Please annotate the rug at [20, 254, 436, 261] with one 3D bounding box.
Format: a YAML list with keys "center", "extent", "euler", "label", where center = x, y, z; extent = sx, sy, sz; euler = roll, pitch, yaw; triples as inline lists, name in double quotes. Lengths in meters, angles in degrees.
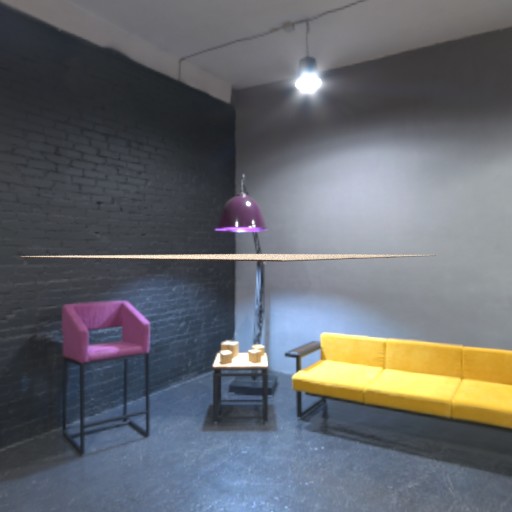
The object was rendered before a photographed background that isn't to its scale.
- center: [0.000, 0.000, 4.063]
  extent: [2.444, 0.012, 3.048]
  euler: [0, 1, 35]
  label: "rug"
